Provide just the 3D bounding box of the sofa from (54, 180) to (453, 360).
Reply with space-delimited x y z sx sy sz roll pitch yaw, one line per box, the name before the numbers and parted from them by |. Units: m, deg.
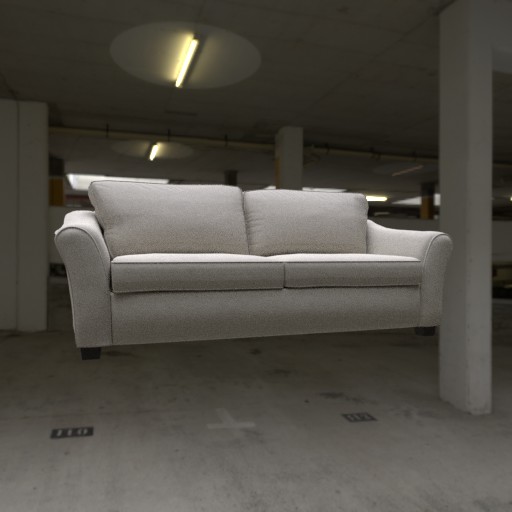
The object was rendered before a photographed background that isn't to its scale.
sofa | 0.000 0.000 2.771 2.270 0.965 0.980 0 0 -18
